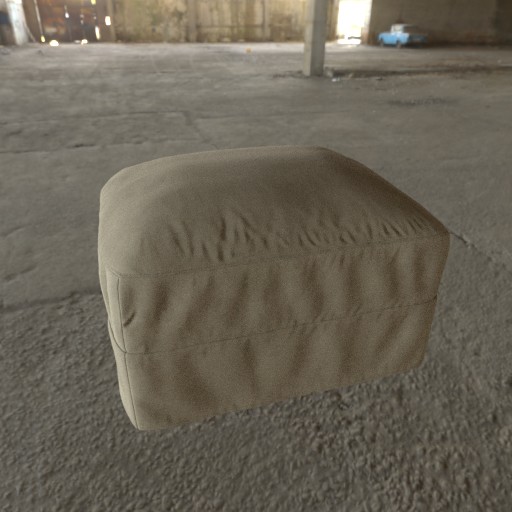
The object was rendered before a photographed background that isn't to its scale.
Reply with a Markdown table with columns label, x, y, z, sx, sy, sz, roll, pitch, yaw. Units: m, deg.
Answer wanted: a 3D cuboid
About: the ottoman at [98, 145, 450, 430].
| label | x | y | z | sx | sy | sz | roll | pitch | yaw |
| --- | --- | --- | --- | --- | --- | --- | --- | --- | --- |
| ottoman | 0.000 | 0.000 | 1.085 | 0.712 | 0.480 | 0.584 | -8 | 29 | -15 |
